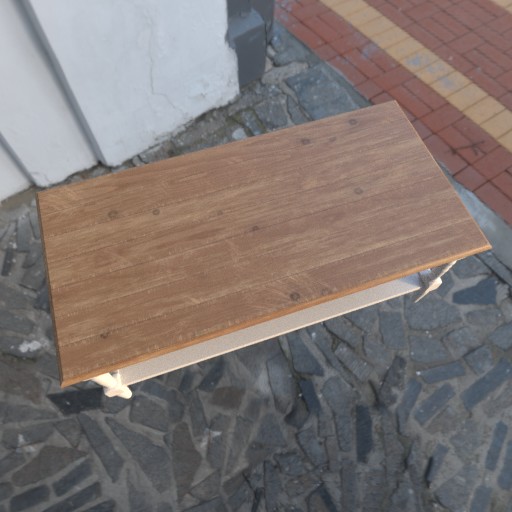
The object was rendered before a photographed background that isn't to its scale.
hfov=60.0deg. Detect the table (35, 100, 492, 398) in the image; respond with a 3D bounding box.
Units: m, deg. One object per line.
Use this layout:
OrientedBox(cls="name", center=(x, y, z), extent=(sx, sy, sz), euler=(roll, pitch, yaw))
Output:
OrientedBox(cls="table", center=(0.000, 0.000, 1.393), extent=(1.118, 0.458, 0.559), euler=(-17, 64, -8))
